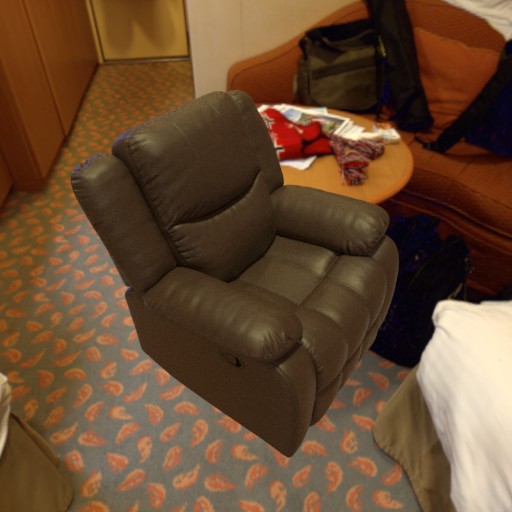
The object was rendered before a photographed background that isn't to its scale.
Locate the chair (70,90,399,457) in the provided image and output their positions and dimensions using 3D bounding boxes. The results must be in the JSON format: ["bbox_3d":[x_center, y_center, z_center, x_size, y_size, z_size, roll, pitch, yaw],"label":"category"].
[{"bbox_3d":[0.000,0.000,1.700,0.934,1.009,0.899,25,46,27],"label":"chair"}]
